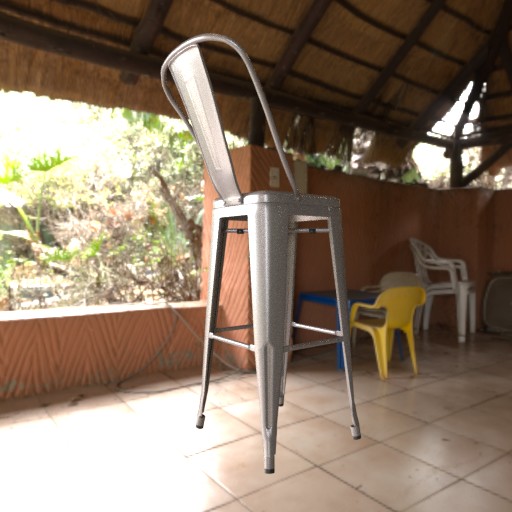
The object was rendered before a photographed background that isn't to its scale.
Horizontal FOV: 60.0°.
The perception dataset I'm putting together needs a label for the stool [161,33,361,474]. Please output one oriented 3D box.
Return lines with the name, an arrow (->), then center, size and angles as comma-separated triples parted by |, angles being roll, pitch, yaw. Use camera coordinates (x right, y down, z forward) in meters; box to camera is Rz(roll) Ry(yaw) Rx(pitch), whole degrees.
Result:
stool -> 0.000, 0.000, 1.311 | 0.513, 1.096, 0.399 | -1, 1, -37
